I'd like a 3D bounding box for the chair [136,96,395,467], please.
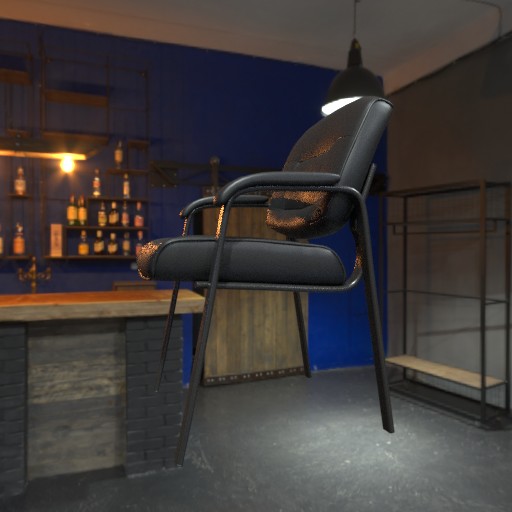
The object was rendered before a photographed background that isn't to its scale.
[{"bbox_3d":[0.000,0.000,1.303,0.668,0.910,0.591,-1,2,-18],"label":"chair"}]
